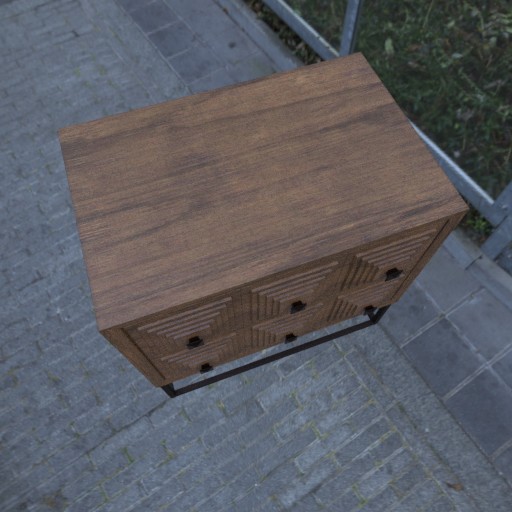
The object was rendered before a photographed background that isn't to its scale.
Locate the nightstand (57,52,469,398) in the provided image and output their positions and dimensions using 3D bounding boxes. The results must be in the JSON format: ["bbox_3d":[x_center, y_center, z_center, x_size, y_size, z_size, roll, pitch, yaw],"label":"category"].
[{"bbox_3d":[0.000,0.000,1.026,0.610,0.610,0.437,-18,64,-9],"label":"nightstand"}]
